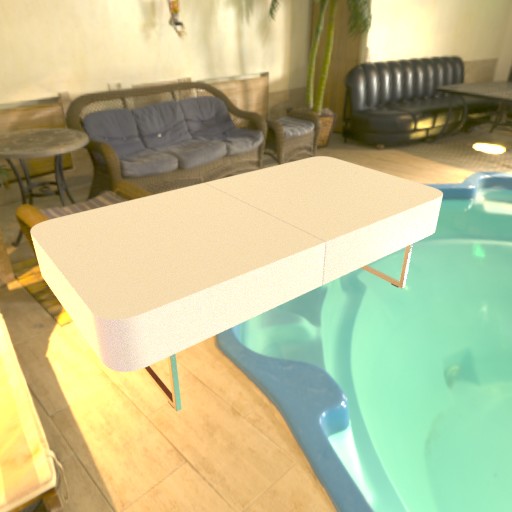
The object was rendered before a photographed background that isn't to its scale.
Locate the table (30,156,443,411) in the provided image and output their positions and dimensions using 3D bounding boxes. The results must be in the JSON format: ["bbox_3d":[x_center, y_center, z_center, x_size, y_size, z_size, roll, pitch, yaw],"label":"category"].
[{"bbox_3d":[0.000,0.000,1.457,1.200,0.340,0.600,-20,34,-33],"label":"table"}]
